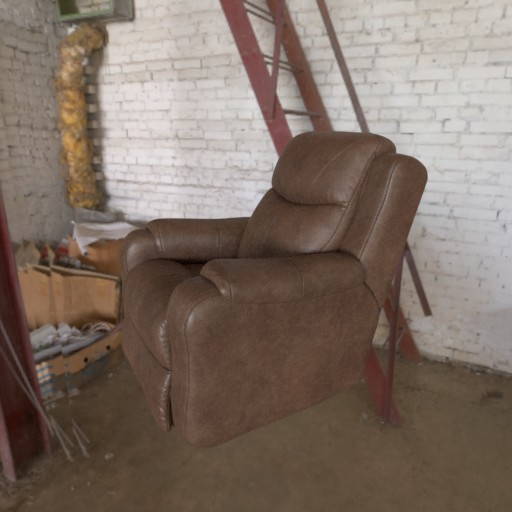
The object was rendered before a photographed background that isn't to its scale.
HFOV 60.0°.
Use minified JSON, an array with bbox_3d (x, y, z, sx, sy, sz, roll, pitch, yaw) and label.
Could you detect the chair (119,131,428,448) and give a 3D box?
[{"bbox_3d":[0.000,0.000,1.841,1.067,0.990,0.940,-9,19,-26],"label":"chair"}]
